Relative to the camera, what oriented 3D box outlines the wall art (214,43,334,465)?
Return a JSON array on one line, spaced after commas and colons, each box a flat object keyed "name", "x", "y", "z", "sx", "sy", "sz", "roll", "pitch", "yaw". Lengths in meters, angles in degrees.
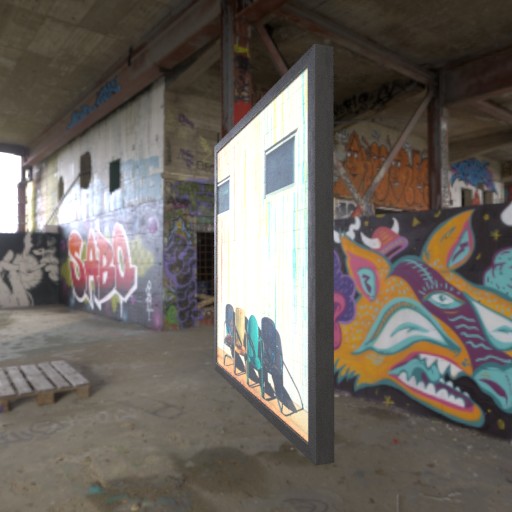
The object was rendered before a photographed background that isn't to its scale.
[{"name": "wall art", "x": 0.000, "y": 0.000, "z": 1.166, "sx": 0.039, "sy": 0.763, "sz": 0.763, "roll": 0, "pitch": -1, "yaw": -19}]
